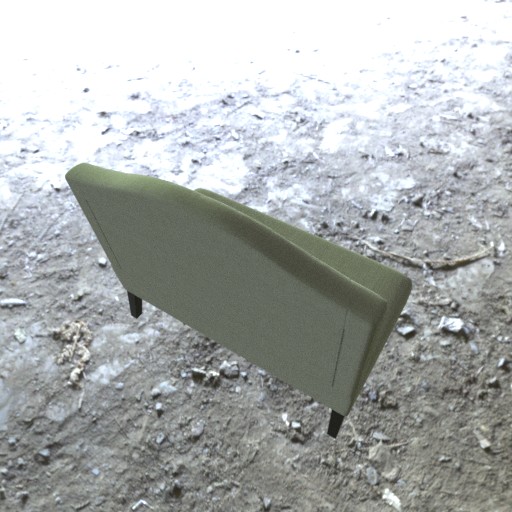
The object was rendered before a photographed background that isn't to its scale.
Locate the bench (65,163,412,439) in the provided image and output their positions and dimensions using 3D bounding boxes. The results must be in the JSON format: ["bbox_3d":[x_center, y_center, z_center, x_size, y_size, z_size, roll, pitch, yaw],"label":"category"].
[{"bbox_3d":[0.000,0.000,2.060,1.335,1.180,0.815,25,52,22],"label":"bench"}]
